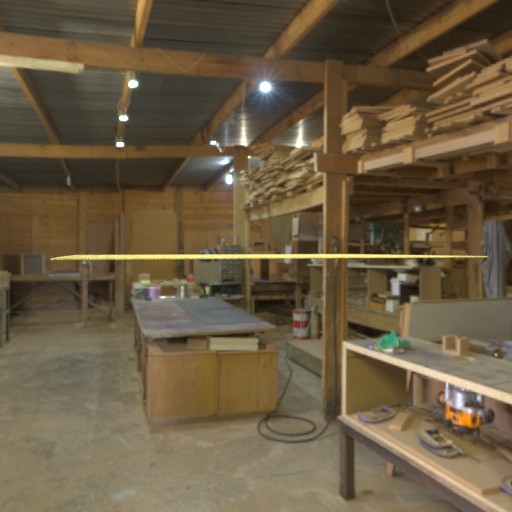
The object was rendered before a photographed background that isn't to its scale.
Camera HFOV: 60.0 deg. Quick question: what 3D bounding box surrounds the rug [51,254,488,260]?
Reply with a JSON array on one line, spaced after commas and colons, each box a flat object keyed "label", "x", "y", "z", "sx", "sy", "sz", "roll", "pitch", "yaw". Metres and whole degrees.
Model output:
[{"label": "rug", "x": 0.000, "y": 0.000, "z": 2.896, "sx": 2.297, "sy": 0.007, "sz": 1.529, "roll": 0, "pitch": 1, "yaw": -19}]
